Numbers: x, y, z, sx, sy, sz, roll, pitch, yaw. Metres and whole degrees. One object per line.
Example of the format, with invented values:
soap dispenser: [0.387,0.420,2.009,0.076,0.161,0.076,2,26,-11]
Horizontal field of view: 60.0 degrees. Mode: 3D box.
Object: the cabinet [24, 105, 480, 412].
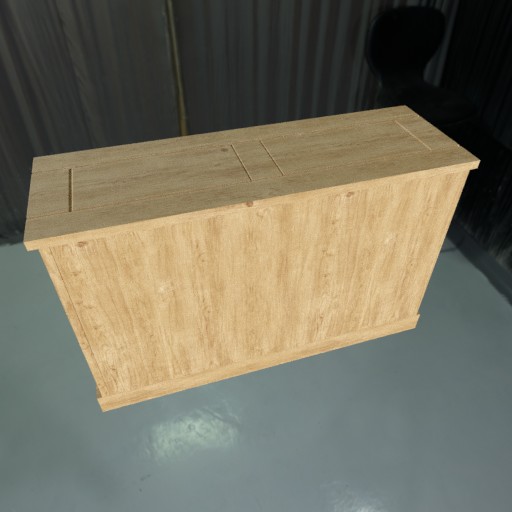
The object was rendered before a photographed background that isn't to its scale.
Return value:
cabinet: [0.000,0.000,1.649,1.321,0.810,0.432,-12,43,-13]
